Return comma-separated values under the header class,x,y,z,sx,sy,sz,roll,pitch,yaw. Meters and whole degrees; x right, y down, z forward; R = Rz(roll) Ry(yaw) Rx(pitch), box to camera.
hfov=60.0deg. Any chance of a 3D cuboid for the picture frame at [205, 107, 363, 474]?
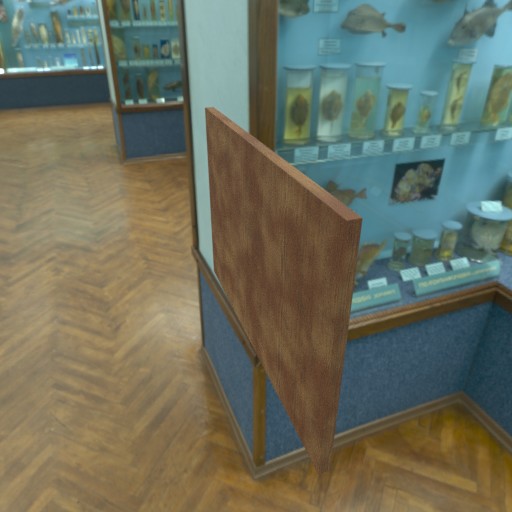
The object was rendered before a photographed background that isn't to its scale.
class,x,y,z,sx,sy,sz,roll,pitch,yaw
picture frame,0.000,0.000,1.254,0.029,0.640,0.950,-10,31,-17
